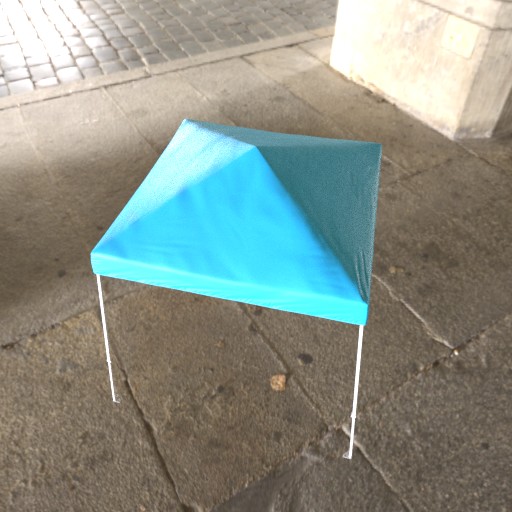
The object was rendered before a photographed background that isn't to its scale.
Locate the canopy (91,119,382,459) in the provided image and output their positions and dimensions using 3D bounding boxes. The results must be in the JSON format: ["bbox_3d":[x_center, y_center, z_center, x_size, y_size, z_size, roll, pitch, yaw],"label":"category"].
[{"bbox_3d":[0.000,0.000,5.029,2.848,2.849,2.849,10,47,9],"label":"canopy"}]
